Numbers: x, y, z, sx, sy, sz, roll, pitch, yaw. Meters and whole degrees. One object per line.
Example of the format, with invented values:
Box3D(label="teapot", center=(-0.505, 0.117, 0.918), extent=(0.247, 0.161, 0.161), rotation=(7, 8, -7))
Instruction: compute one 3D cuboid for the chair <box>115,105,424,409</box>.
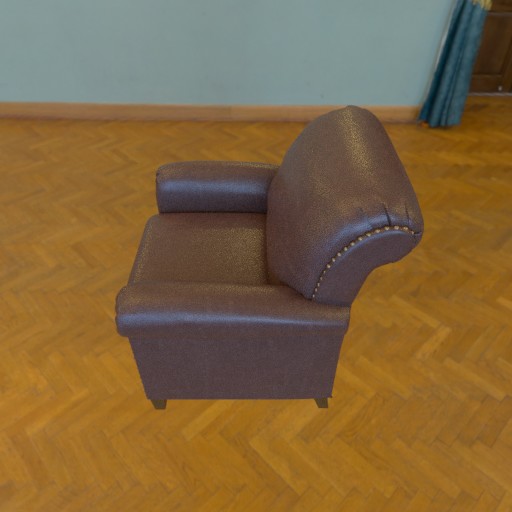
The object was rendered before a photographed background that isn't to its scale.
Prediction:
Box3D(label="chair", center=(0.000, 0.000, 1.626), extent=(0.890, 0.927, 0.854), rotation=(0, 42, 0))
